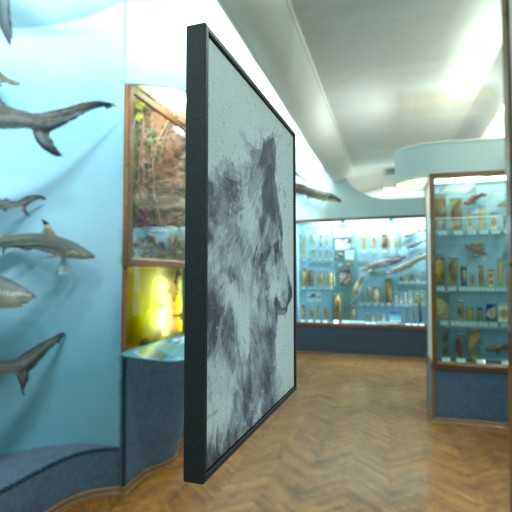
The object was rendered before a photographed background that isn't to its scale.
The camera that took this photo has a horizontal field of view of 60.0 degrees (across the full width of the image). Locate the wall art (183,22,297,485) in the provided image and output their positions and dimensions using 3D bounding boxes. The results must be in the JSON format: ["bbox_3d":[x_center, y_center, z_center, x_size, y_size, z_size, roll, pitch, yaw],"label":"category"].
[{"bbox_3d":[0.000,0.000,0.744,0.028,0.551,0.451,-1,-2,19],"label":"wall art"}]
